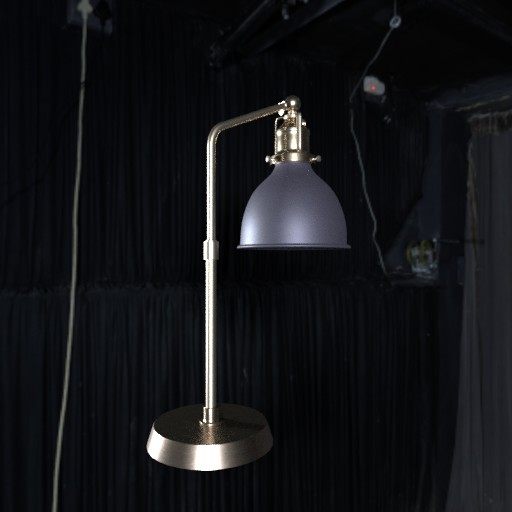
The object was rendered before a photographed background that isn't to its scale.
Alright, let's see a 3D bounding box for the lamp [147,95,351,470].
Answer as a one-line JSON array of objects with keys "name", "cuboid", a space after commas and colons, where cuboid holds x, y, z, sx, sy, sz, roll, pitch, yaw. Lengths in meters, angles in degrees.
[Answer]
[{"name": "lamp", "cuboid": [0.000, 0.000, 0.589, 0.291, 0.456, 0.160, 0, -1, -37]}]
